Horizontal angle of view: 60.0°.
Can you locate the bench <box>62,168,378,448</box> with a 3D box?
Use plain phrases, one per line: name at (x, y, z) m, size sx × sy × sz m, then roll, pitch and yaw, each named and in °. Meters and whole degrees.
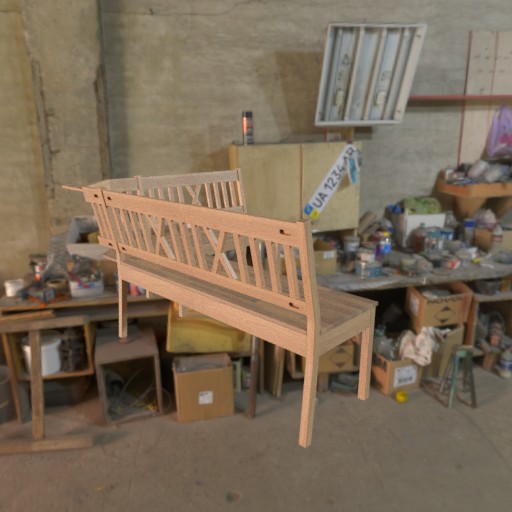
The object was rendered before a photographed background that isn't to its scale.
bench at (0.000, 0.000, 2.753) m, size 1.937 × 0.902 × 1.537 m, roll 14°, pitch 21°, yaw 42°
